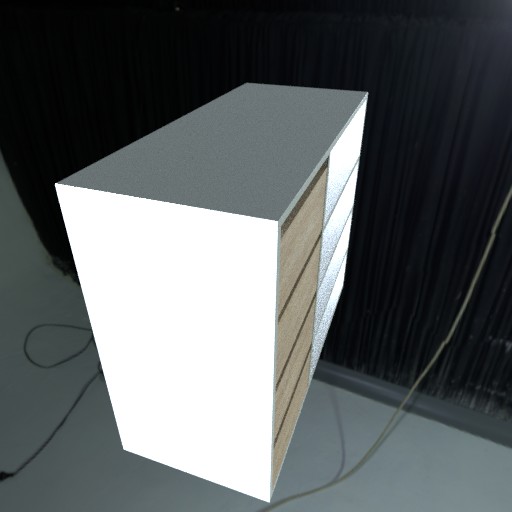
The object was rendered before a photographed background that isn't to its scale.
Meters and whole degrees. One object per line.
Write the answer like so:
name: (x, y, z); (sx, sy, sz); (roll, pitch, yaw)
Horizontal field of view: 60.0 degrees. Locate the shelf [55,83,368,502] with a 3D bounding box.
shelf: (0.000, 0.000, 1.242); (0.396, 0.732, 0.895); (11, 34, 17)
